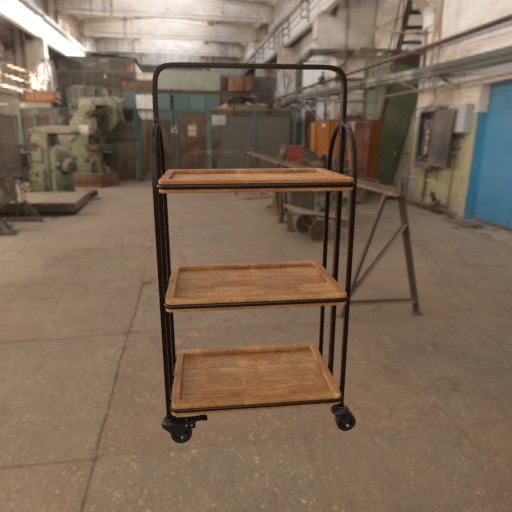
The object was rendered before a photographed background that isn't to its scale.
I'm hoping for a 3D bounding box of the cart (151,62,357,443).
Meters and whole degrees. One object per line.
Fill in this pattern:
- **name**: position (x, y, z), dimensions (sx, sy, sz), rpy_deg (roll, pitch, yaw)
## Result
- **cart**: position (0.000, 0.000, 1.246), dimensions (0.553, 1.001, 0.327), rpy_deg (-2, 16, -6)
